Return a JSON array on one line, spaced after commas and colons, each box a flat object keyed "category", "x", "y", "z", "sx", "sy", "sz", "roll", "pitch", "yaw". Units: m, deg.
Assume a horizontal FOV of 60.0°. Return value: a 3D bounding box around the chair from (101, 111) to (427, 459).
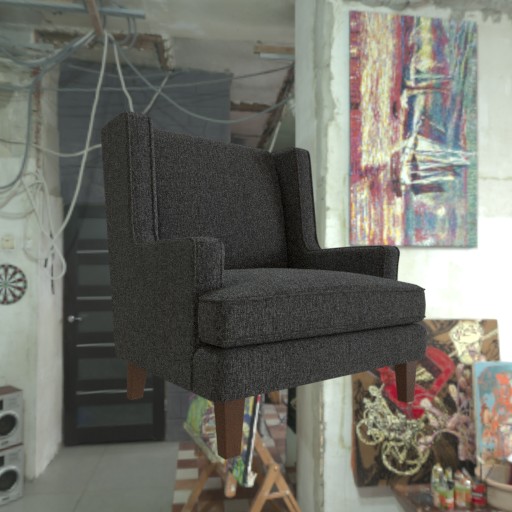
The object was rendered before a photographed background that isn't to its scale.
[{"category": "chair", "x": 0.000, "y": 0.000, "z": 1.745, "sx": 0.942, "sy": 1.082, "sz": 0.927, "roll": 1, "pitch": -2, "yaw": -37}]
